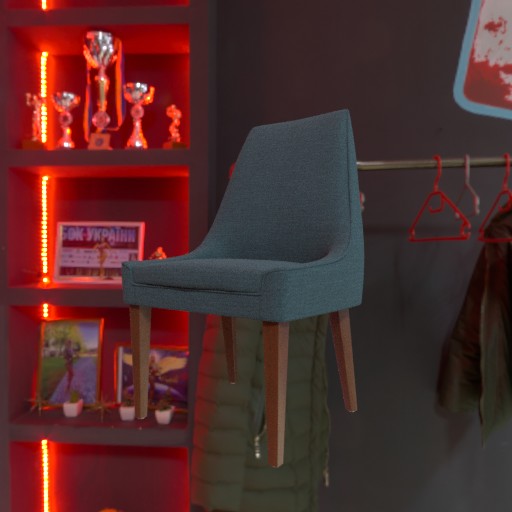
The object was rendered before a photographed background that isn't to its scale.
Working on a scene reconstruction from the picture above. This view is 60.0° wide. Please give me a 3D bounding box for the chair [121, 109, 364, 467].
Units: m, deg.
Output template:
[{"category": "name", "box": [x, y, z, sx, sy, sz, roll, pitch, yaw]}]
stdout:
[{"category": "chair", "box": [0.000, 0.000, 1.229, 0.529, 0.861, 0.544, 1, 2, 36]}]
